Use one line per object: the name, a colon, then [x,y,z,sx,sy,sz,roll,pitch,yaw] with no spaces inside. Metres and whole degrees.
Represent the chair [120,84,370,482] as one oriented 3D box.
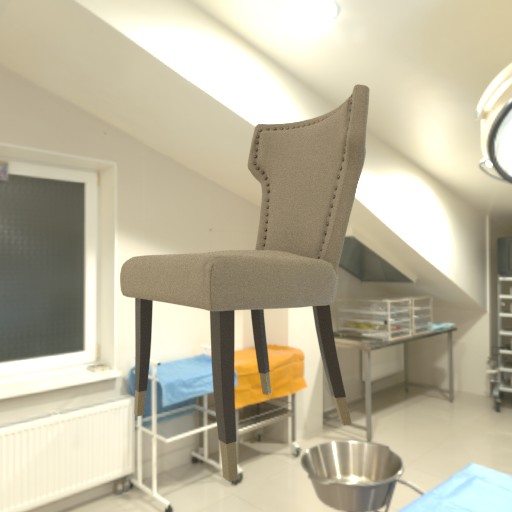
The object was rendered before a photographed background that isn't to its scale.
chair: [0.000,0.000,1.293,0.630,0.955,0.526,1,-1,-37]
